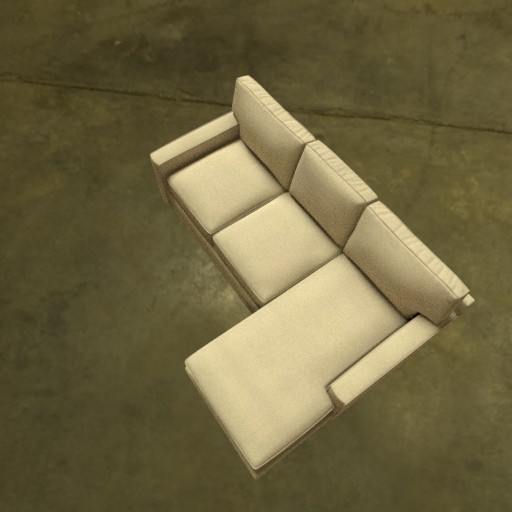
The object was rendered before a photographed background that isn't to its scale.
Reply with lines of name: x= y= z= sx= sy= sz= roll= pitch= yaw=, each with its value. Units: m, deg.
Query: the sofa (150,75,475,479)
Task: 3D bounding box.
sofa: x=0.000 y=0.000 z=2.845 sx=1.496 sy=0.861 sz=2.087 roll=-32 pitch=66 yaw=-16
